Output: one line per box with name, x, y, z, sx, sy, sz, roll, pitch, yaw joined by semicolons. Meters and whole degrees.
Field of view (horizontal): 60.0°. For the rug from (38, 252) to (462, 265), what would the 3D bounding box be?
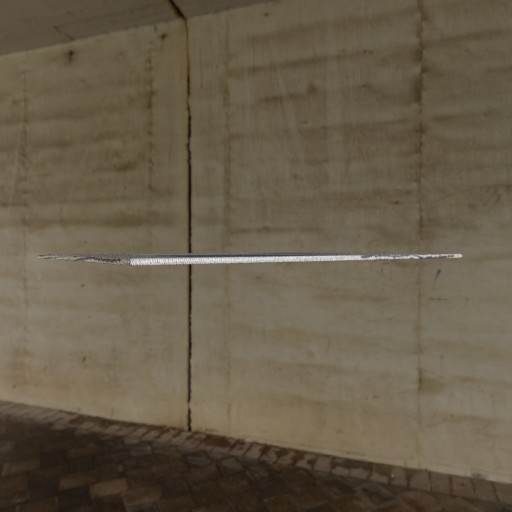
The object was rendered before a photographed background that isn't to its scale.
rug;0.000;0.000;2.312;1.847;0.020;1.238;-1;1;-37
